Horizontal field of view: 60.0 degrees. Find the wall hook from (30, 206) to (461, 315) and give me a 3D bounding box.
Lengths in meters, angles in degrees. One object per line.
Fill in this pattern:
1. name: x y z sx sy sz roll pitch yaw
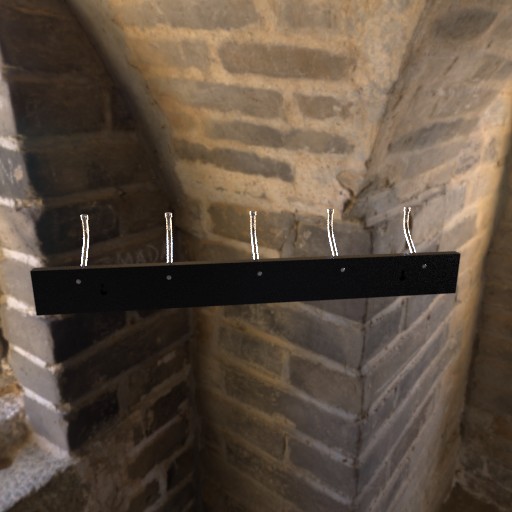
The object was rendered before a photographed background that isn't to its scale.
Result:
1. wall hook: 0.000 0.000 0.618 0.571 0.117 0.071 -2 16 -8
